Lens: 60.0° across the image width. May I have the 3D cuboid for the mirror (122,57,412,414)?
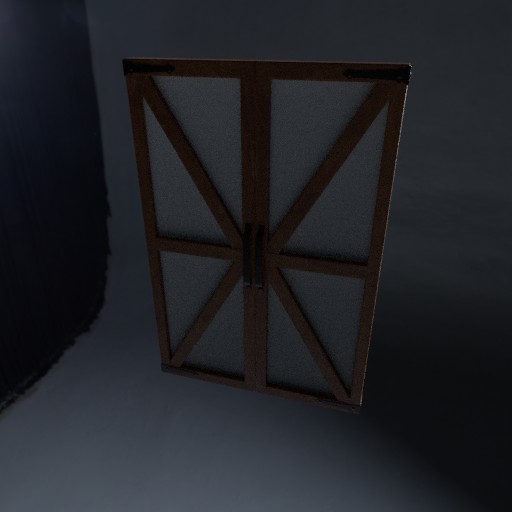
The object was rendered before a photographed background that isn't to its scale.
[{"bbox_3d":[0.000,0.000,0.943,0.517,0.761,0.053,8,28,15],"label":"mirror"}]
